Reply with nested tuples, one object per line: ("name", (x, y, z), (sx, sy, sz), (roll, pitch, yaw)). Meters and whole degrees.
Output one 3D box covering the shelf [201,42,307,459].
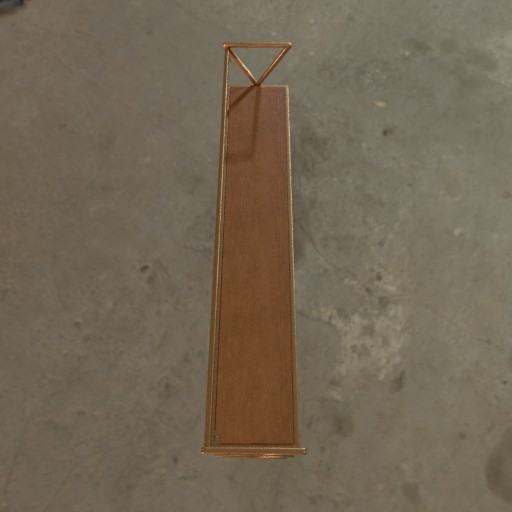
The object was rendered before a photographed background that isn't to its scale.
("shelf", (0.000, 0.000, 0.996), (0.150, 0.450, 0.822), (0, 65, 0))
